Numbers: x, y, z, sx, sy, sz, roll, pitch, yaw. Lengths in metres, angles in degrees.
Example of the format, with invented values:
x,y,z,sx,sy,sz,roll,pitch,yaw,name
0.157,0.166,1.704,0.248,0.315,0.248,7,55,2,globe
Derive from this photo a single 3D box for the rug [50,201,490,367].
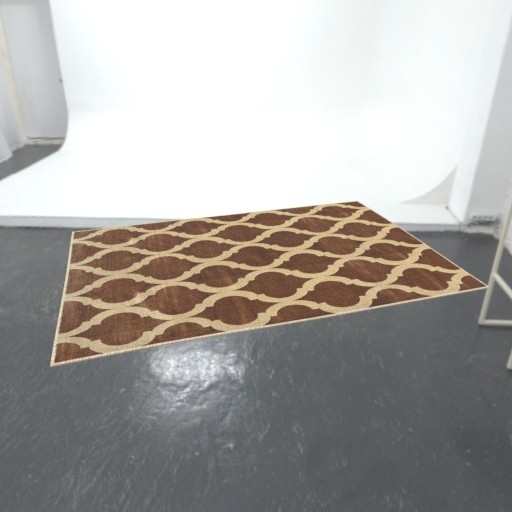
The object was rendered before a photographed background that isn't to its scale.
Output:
x,y,z,sx,sy,sz,roll,pitch,yaw,name
0.000,0.000,2.821,2.284,0.008,1.522,-8,27,-15,rug
